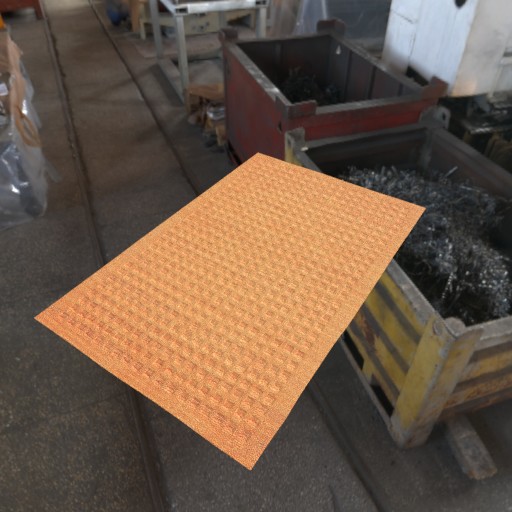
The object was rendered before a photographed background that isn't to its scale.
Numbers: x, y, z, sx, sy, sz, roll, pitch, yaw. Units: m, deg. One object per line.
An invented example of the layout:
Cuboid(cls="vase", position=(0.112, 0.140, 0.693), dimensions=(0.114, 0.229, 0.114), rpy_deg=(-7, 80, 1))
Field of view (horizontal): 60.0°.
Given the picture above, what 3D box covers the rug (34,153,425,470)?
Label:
Cuboid(cls="rug", position=(0.000, 0.000, 2.216), dimensions=(1.143, 0.006, 1.747), rpy_deg=(24, 47, 25))
